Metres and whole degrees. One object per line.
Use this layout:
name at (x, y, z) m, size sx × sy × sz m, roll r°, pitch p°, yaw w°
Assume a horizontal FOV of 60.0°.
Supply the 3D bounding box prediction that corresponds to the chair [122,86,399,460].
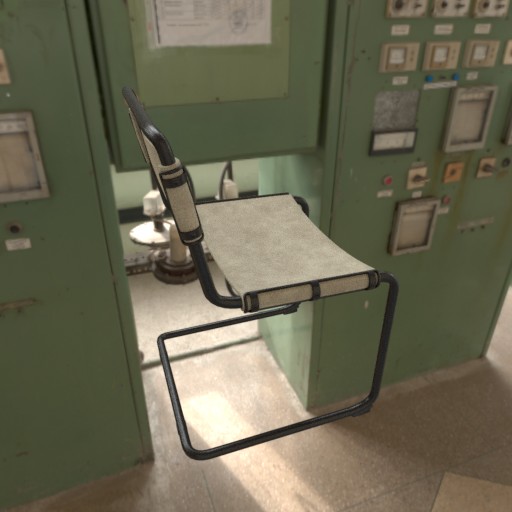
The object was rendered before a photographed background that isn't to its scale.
chair at (0.000, 0.000, 1.072) m, size 0.497 × 0.747 × 0.499 m, roll -10°, pitch 31°, yaw -17°
